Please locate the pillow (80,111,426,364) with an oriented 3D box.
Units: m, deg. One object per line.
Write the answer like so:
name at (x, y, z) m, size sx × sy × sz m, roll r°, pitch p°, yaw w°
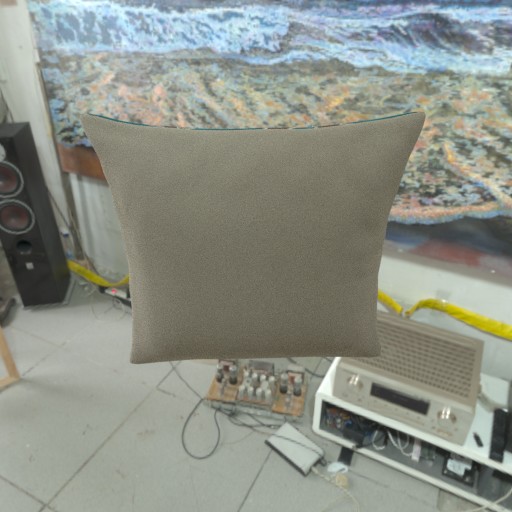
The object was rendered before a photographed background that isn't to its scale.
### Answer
pillow at (0.000, 0.000, 0.800) m, size 0.526 × 0.507 × 0.166 m, roll -1°, pitch 30°, yaw -2°
